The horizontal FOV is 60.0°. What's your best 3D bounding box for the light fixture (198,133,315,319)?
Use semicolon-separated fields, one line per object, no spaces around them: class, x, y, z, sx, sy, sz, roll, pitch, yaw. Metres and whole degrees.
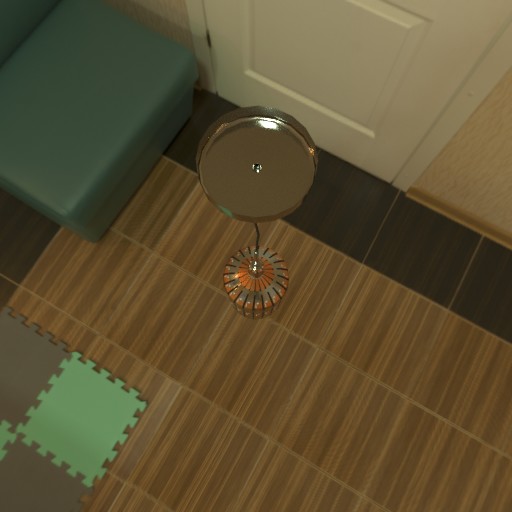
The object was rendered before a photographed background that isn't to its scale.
light fixture;0.000;0.000;1.645;0.303;1.535;0.303;0;75;0
